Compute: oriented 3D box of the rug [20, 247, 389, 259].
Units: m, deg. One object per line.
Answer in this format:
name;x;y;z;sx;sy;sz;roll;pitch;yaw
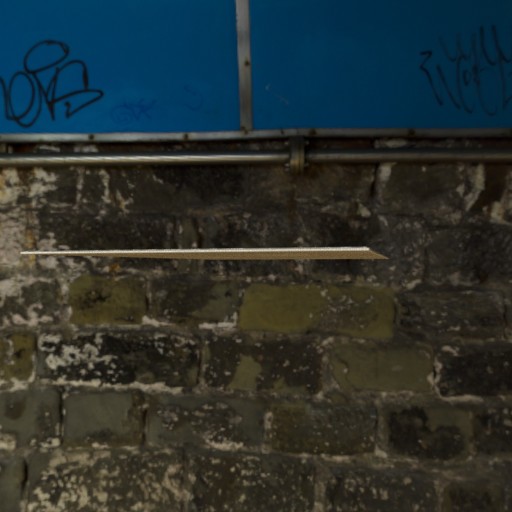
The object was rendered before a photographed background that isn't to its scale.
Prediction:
rug;0.000;0.000;2.856;1.578;0.014;2.206;0;-1;18
